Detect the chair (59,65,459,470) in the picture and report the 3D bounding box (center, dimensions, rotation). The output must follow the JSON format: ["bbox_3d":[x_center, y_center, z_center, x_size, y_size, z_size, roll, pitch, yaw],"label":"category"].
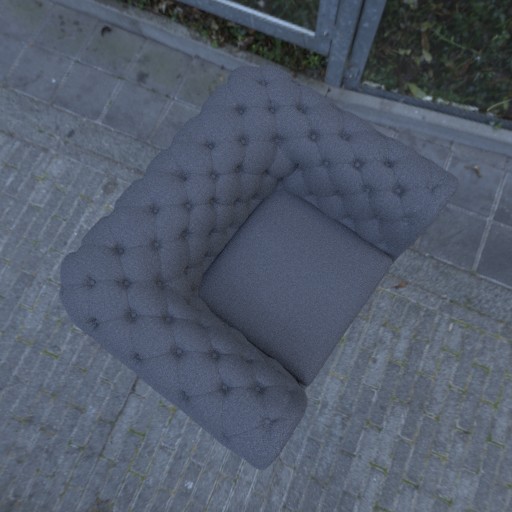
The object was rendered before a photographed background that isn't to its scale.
[{"bbox_3d":[0.000,0.000,1.870,0.976,0.770,1.270,35,77,9],"label":"chair"}]
